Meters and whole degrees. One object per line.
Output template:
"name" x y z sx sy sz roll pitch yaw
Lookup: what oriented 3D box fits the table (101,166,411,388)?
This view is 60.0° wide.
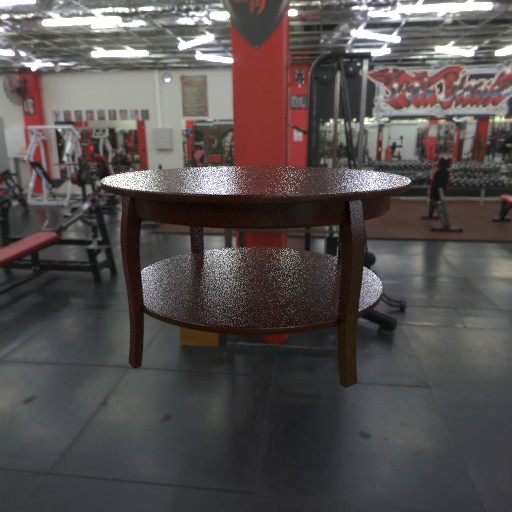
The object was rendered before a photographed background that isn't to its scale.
"table" 0.000 0.000 1.436 0.911 0.512 0.911 0 15 0
